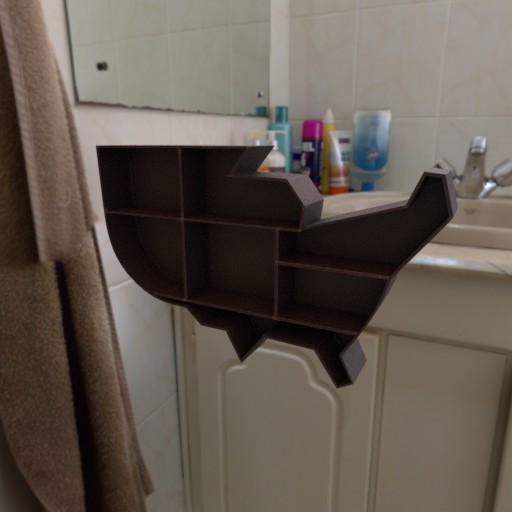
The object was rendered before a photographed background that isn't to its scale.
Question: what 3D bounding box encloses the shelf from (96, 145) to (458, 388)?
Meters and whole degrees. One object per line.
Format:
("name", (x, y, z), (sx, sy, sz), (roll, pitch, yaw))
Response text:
("shelf", (0.000, 0.000, 0.909), (0.729, 0.439, 0.112), (8, 17, 26))
